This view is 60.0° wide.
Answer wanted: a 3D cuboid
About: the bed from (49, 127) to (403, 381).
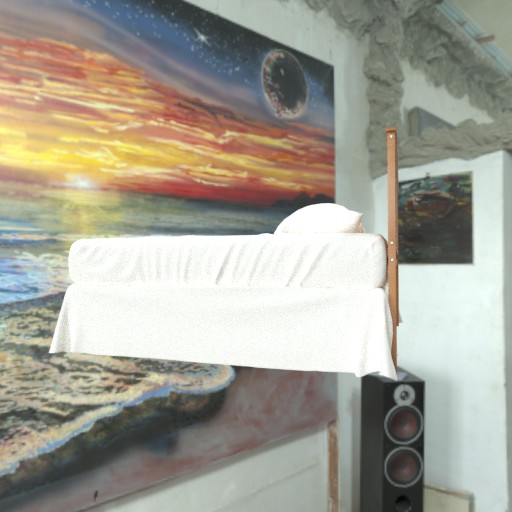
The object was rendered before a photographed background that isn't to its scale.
[{"bbox_3d":[0.000,0.000,3.517,2.215,1.270,2.317,0,-1,18],"label":"bed"}]
